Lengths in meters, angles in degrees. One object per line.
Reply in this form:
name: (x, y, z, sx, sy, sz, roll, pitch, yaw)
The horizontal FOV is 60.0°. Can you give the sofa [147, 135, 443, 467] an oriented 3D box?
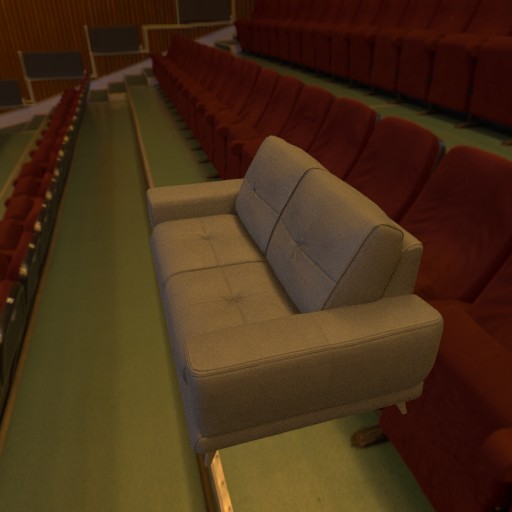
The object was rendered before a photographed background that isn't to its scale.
sofa: (0.000, 0.000, 2.347, 1.018, 0.907, 1.806, -9, 31, -15)
